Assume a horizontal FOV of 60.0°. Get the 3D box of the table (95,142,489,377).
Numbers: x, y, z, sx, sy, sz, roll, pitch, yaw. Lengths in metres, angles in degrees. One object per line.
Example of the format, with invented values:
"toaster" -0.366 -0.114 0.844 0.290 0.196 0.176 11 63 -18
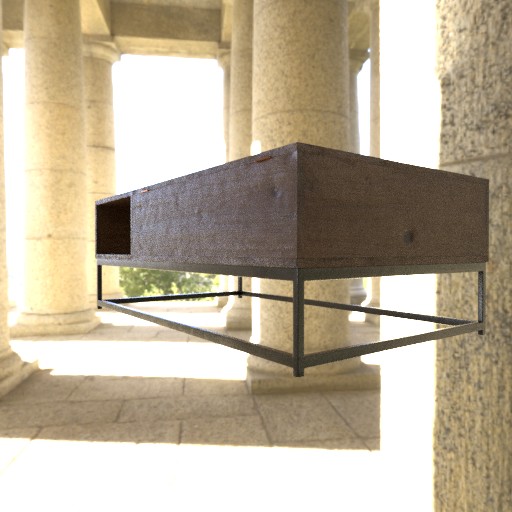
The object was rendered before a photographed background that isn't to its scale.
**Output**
"table" 0.000 0.000 1.370 0.655 0.395 1.101 -1 1 -37
